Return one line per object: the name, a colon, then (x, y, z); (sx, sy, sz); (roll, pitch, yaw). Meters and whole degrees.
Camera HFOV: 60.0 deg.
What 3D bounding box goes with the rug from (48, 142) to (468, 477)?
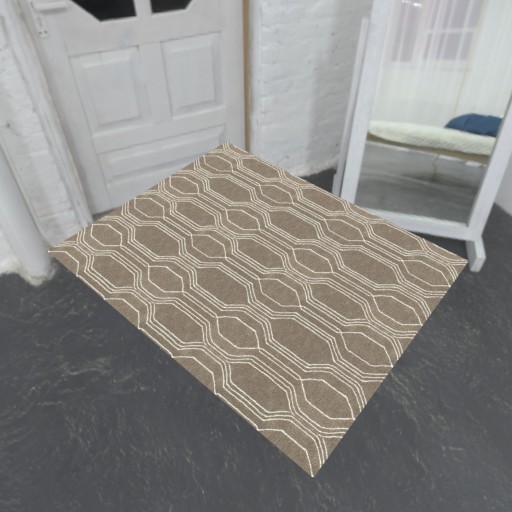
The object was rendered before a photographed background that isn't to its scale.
rug: (0.000, 0.000, 4.131); (3.062, 0.012, 2.457); (32, 55, 26)
